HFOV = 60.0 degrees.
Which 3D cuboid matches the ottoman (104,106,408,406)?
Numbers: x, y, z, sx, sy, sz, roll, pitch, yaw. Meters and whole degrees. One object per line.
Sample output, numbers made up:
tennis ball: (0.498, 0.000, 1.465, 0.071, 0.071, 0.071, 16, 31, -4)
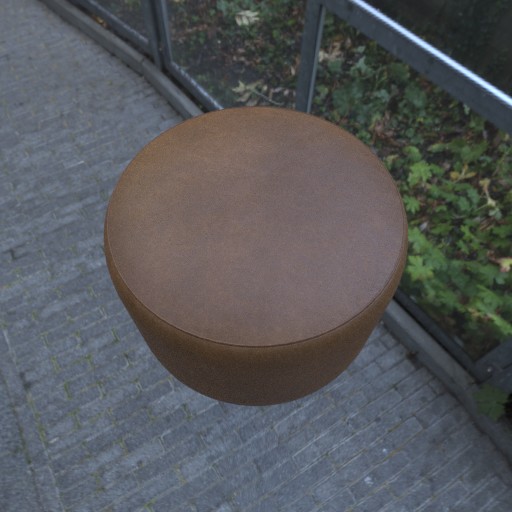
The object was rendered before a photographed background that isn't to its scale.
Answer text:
ottoman: (0.000, 0.000, 1.016, 0.607, 0.438, 0.607, 0, 58, 0)
